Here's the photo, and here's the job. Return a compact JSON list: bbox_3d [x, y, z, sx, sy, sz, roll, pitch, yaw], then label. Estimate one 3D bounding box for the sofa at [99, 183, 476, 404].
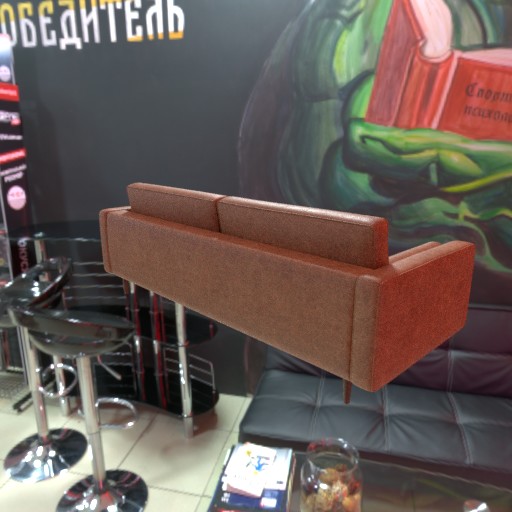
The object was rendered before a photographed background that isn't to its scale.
[{"bbox_3d":[0.000,0.000,2.652,0.919,0.770,2.200,-15,21,-42],"label":"sofa"}]
